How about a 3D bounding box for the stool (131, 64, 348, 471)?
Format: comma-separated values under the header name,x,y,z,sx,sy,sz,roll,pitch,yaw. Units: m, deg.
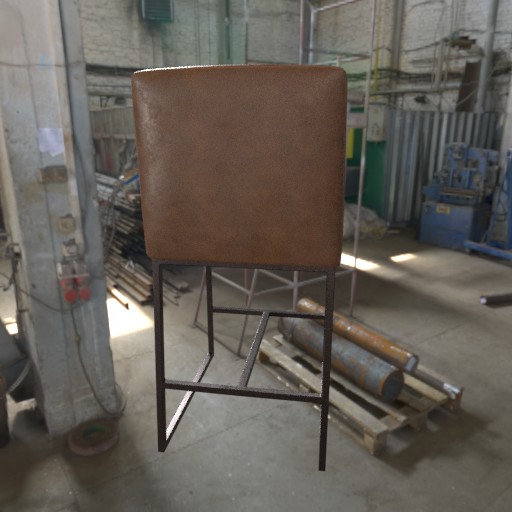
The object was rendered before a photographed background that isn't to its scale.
name,x,y,z,sx,sy,sz,roll,pitch,yaw
stool,0.000,0.000,1.259,0.463,0.942,0.562,3,16,9
